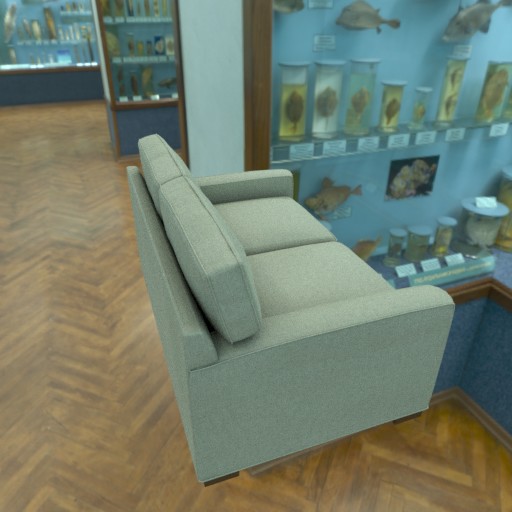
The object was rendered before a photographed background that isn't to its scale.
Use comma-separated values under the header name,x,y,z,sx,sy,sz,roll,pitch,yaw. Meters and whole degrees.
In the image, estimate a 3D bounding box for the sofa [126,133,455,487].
name,x,y,z,sx,sy,sz,roll,pitch,yaw
sofa,0.000,0.000,2.020,0.940,0.853,1.484,-10,31,-17
